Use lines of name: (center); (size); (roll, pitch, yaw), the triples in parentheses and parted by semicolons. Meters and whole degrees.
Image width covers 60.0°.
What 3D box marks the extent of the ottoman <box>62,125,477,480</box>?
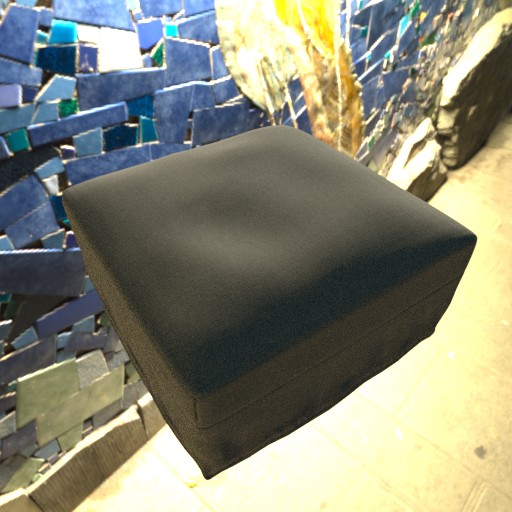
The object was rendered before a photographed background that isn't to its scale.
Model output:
ottoman: (0.000, 0.000, 1.301); (0.843, 0.436, 0.840); (-24, 46, -25)
